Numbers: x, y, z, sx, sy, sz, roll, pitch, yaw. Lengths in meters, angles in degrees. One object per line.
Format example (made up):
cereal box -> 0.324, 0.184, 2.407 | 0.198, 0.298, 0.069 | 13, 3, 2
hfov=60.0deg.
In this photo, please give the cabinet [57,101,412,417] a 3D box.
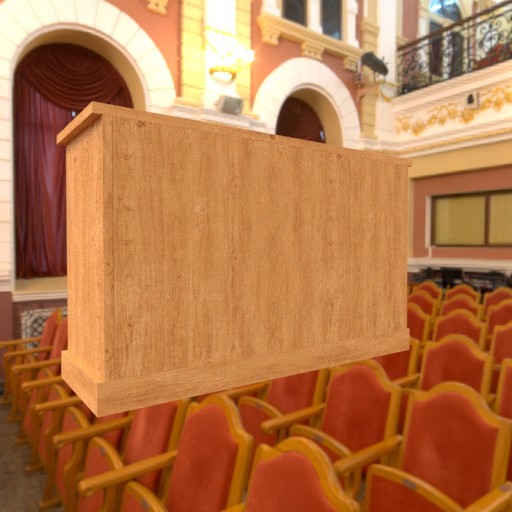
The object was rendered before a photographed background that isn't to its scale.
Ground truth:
cabinet -> 0.000, 0.000, 1.691 | 1.321, 0.810, 0.432 | -1, 2, -35
